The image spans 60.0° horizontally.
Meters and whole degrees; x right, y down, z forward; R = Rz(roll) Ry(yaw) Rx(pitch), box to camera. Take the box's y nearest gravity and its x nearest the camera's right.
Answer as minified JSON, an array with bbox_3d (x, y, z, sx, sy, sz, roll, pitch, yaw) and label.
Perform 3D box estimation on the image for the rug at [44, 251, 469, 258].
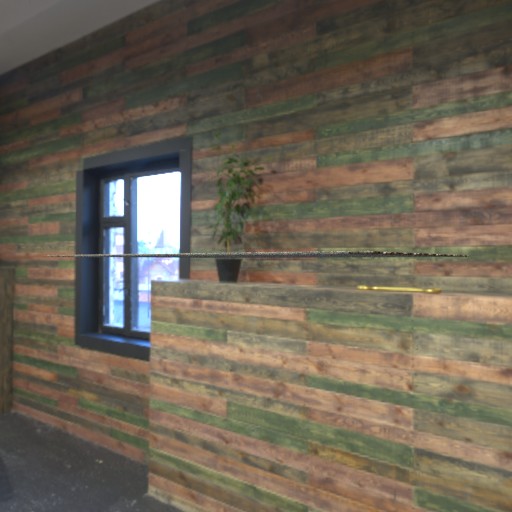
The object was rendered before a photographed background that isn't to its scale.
[{"bbox_3d":[0.000,0.000,2.219,1.730,0.009,1.278,0,-1,37],"label":"rug"}]
